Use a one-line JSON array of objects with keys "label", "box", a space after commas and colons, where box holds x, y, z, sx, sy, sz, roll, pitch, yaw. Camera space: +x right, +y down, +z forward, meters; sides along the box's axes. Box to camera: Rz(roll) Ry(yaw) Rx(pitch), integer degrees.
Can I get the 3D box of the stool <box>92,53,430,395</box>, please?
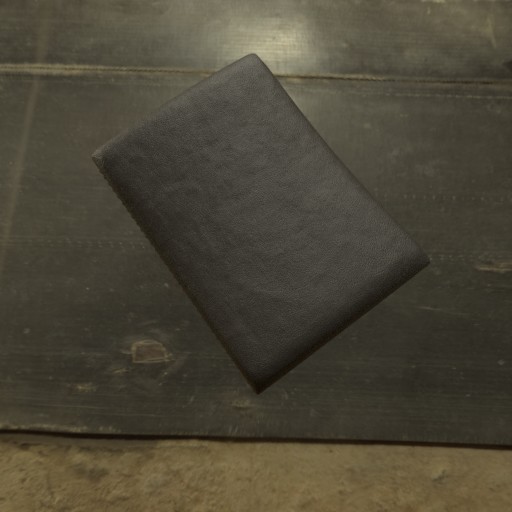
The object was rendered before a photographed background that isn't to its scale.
[{"label": "stool", "box": [0.000, 0.000, 0.954, 0.353, 0.664, 0.490, -35, 79, -8]}]
